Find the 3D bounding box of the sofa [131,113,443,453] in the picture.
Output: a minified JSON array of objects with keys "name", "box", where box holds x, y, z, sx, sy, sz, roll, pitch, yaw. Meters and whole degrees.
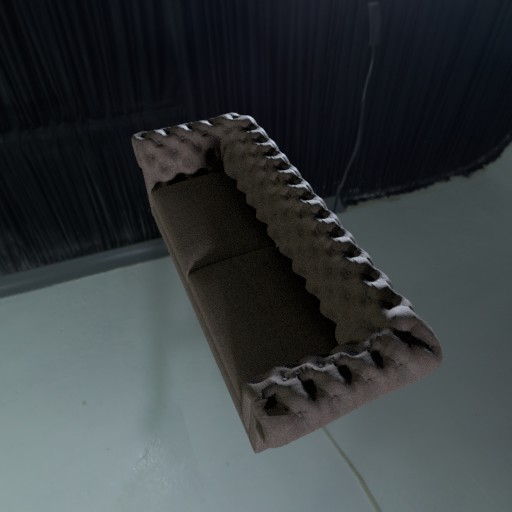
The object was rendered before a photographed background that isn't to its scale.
[{"name":"sofa","box":[0.000,0.000,2.811,0.944,0.787,2.385,-18,50,-16]}]
